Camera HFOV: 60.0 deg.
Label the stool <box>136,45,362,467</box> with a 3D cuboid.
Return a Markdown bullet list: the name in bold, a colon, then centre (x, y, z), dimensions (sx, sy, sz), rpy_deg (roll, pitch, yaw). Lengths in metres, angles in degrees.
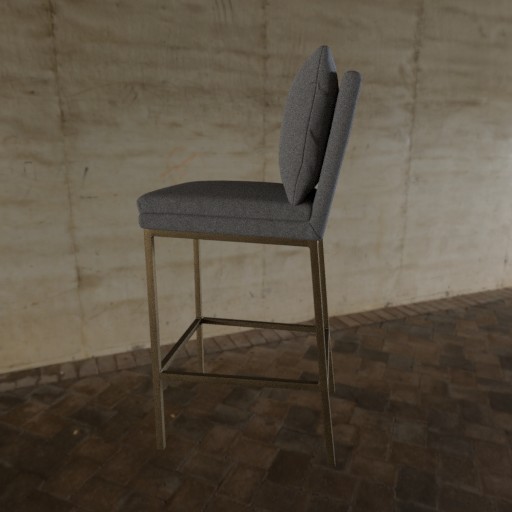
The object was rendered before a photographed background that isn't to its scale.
- **stool**: centre (0.000, 0.000, 1.384), dimensions (0.569, 1.130, 0.463), rpy_deg (2, 14, 9)
